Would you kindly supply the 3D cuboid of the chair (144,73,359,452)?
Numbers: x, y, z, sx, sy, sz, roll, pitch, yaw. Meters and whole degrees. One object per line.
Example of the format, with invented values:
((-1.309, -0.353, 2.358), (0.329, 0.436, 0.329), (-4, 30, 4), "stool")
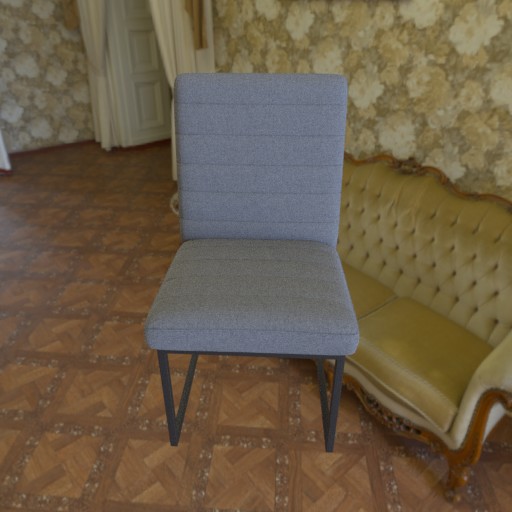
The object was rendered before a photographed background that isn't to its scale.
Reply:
((0.000, 0.000, 1.293), (0.520, 0.930, 0.634), (1, 30, 2), "chair")
